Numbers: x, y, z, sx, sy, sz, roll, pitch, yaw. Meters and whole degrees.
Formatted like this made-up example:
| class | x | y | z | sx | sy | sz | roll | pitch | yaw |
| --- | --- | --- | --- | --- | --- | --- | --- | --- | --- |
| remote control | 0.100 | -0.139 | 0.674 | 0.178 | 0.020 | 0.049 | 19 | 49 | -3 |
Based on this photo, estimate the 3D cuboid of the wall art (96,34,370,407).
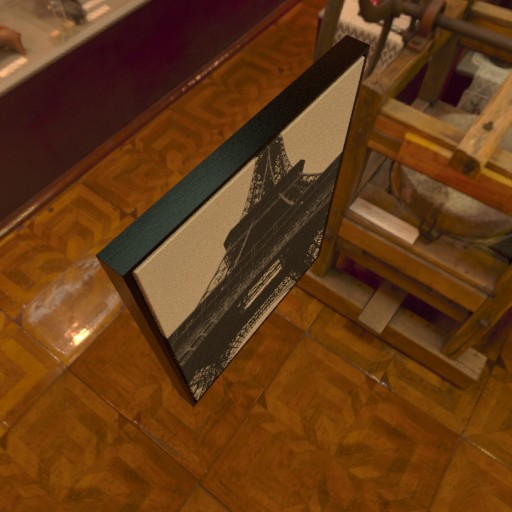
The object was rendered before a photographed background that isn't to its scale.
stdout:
| class | x | y | z | sx | sy | sz | roll | pitch | yaw |
| --- | --- | --- | --- | --- | --- | --- | --- | --- | --- |
| wall art | 0.000 | 0.000 | 0.748 | 0.039 | 0.553 | 0.451 | 34 | 65 | 19 |
